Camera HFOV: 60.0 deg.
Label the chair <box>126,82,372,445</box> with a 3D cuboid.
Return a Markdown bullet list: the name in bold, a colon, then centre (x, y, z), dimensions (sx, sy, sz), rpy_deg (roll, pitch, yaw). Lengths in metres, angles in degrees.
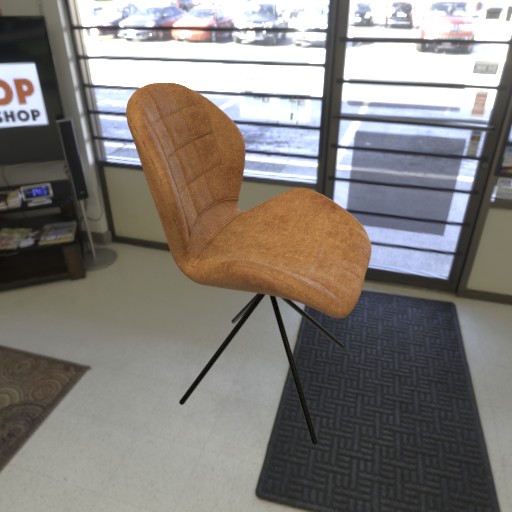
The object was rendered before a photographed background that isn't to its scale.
- **chair**: centre (0.000, 0.000, 1.308), dimensions (0.640, 0.929, 0.527), rpy_deg (10, 32, 17)
